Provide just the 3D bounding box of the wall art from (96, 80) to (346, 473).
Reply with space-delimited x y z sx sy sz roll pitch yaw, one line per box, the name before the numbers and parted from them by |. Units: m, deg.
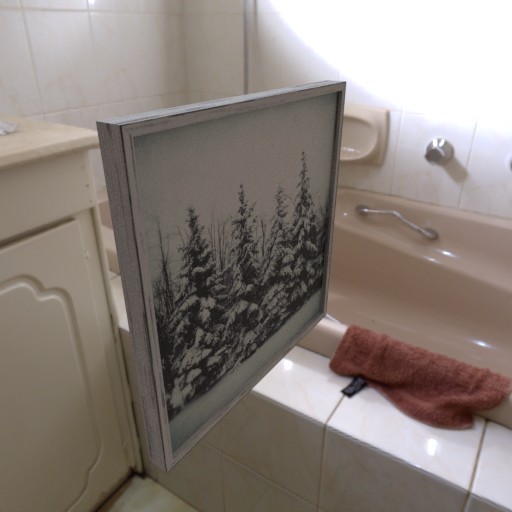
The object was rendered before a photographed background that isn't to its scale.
wall art | 0.000 0.000 0.738 0.038 0.506 0.506 18 32 31
